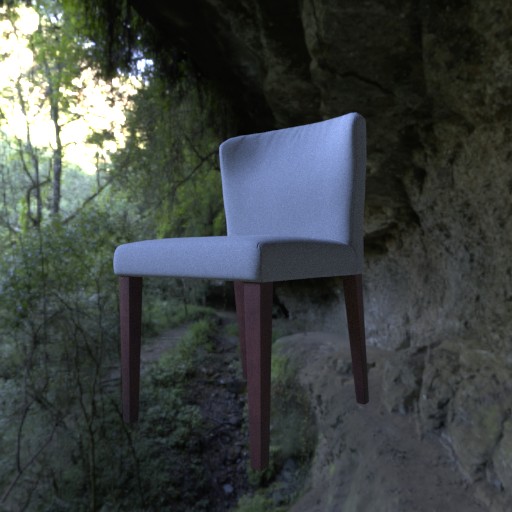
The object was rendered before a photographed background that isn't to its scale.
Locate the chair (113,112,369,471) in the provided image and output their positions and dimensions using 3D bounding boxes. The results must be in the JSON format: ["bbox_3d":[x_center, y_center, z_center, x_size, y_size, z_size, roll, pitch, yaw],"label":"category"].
[{"bbox_3d":[0.000,0.000,1.207,0.491,0.839,0.592,0,0,37],"label":"chair"}]
